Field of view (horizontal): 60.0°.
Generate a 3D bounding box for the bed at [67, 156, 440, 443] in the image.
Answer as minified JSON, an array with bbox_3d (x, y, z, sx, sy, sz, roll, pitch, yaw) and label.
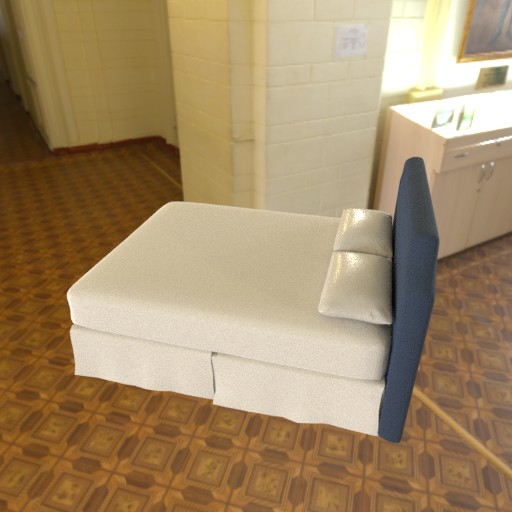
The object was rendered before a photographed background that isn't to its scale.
[{"bbox_3d":[0.000,0.000,3.320,2.260,1.297,1.831,8,30,13],"label":"bed"}]
